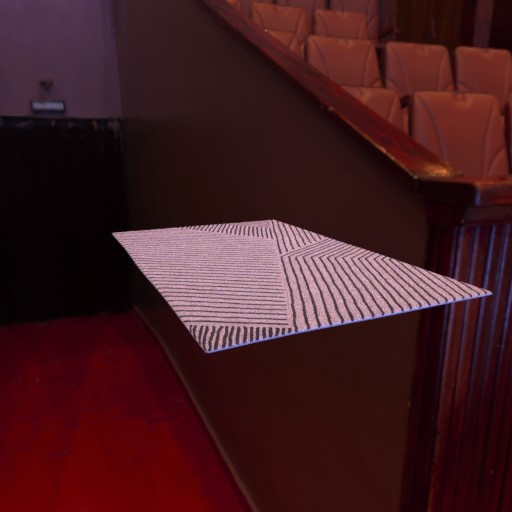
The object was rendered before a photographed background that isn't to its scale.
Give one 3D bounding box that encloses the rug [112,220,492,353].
[{"bbox_3d":[0.000,0.000,2.985,1.539,0.023,2.406,-7,16,-24],"label":"rug"}]
